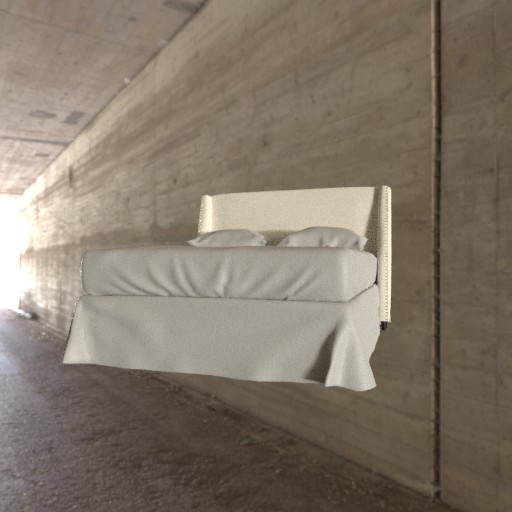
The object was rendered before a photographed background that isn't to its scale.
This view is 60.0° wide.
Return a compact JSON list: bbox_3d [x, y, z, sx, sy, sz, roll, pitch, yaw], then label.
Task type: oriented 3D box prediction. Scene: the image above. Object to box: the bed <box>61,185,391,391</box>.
[{"bbox_3d":[0.000,0.000,3.417,1.925,1.332,2.276,0,-1,19],"label":"bed"}]
